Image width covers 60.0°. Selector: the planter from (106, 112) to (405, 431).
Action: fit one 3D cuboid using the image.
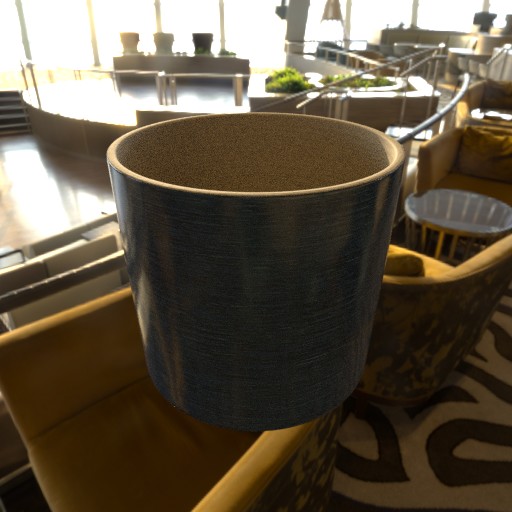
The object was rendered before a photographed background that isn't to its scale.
[{"bbox_3d":[0.000,0.000,0.391,0.221,0.201,0.221,0,29,0],"label":"planter"}]
